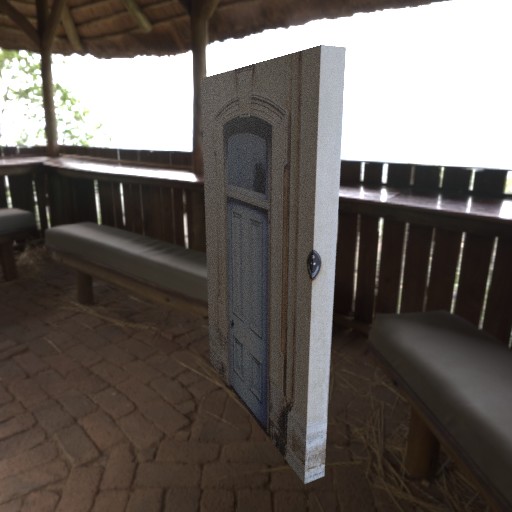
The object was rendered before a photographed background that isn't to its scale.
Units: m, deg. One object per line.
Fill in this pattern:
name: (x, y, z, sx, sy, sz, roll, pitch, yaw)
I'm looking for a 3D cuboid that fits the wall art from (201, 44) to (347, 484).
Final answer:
wall art: (0.000, 0.000, 0.765, 0.036, 0.607, 0.403, -8, 18, -25)
